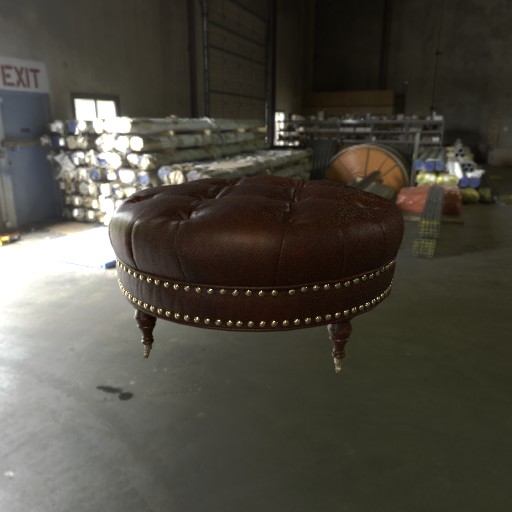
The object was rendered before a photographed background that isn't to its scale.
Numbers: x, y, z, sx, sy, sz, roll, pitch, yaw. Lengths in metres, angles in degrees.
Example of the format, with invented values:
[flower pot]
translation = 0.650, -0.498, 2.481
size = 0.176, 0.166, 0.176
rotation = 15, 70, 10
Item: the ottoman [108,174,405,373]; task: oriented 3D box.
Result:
[ottoman]
translation = 0.000, 0.000, 1.418
size = 0.901, 0.455, 0.901
rotation = 0, 17, 0
